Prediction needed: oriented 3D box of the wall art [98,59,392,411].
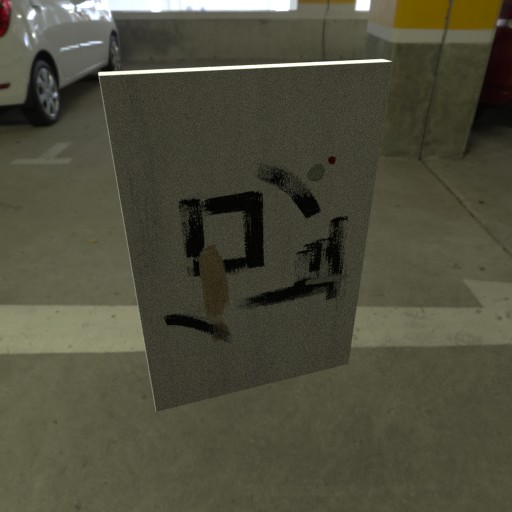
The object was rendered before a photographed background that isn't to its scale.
[{"bbox_3d":[0.000,0.000,1.152,0.624,0.914,0.043,-9,32,-15],"label":"wall art"}]
